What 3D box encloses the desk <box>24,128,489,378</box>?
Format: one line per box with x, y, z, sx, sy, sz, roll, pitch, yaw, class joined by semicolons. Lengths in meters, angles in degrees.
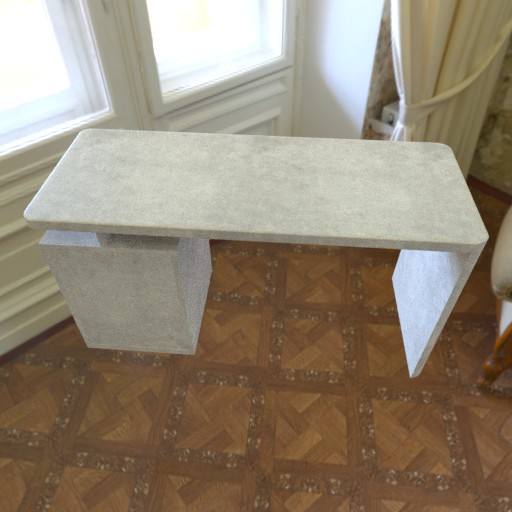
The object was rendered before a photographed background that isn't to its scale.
0.000;0.000;1.761;1.400;0.755;0.550;3;45;3;desk
